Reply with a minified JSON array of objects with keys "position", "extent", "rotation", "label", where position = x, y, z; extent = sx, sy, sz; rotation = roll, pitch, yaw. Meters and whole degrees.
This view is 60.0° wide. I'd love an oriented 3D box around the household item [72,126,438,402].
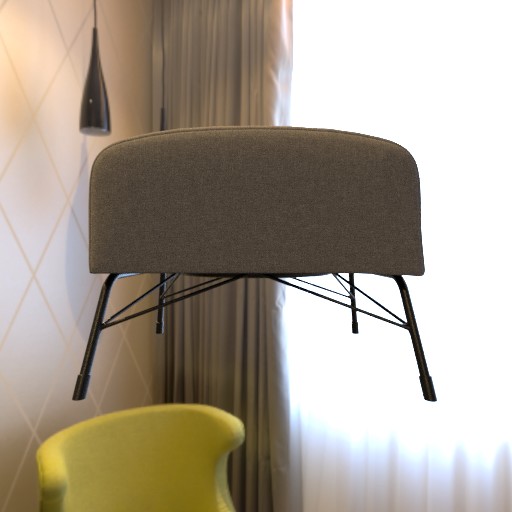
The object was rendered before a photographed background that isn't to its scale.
[{"position":[0.000,0.000,0.897],"extent":[0.530,0.410,0.530],"rotation":[0,1,1],"label":"household item"}]
